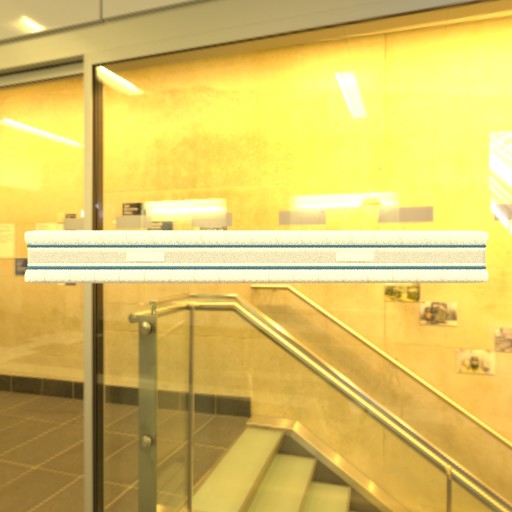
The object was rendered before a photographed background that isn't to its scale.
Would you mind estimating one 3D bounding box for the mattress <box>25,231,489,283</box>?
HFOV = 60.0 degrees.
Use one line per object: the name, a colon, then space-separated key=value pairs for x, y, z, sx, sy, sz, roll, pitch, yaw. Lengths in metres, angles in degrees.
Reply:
mattress: x=0.000 y=0.000 z=2.702 sx=2.000 sy=0.230 sz=1.600 roll=0 pitch=0 yaw=-1
